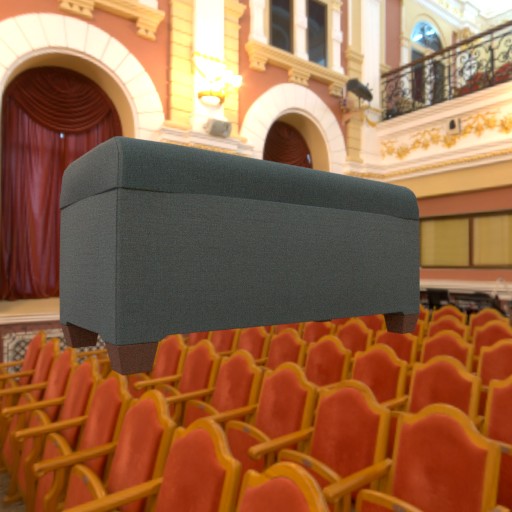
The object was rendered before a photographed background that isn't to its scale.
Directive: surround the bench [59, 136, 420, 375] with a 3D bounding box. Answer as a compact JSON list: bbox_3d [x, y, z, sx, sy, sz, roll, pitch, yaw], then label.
[{"bbox_3d":[0.000,0.000,1.281,0.995,0.474,0.476,1,-2,-37],"label":"bench"}]
